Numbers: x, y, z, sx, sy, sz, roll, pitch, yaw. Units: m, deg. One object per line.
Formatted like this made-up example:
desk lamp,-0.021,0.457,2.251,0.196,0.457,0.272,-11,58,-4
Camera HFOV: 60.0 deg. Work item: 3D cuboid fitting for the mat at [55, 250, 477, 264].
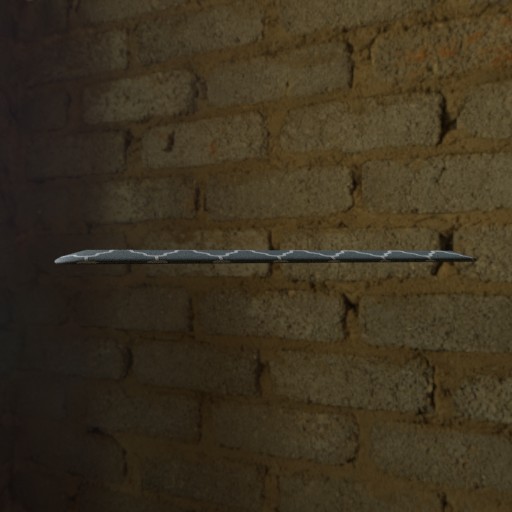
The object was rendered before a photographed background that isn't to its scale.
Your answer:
mat,0.000,0.000,0.972,0.762,0.021,0.508,0,0,-18
